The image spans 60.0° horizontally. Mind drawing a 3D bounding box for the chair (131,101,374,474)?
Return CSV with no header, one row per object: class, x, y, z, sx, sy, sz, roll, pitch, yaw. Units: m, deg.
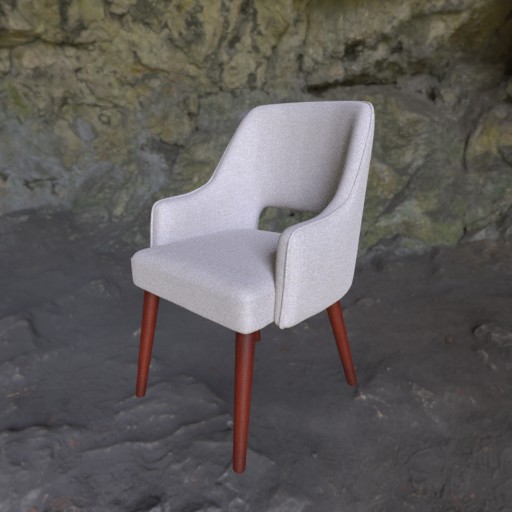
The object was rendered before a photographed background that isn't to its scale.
chair,0.000,0.000,1.251,0.560,0.840,0.580,16,23,42
